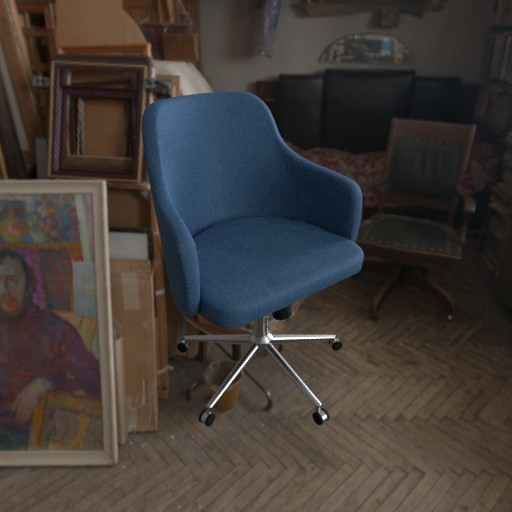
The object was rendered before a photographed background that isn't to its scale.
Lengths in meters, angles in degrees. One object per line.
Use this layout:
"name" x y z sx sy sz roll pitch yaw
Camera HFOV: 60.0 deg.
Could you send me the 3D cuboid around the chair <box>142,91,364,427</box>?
"chair" 0.000 0.000 1.295 0.599 0.820 0.655 -20 35 -31
